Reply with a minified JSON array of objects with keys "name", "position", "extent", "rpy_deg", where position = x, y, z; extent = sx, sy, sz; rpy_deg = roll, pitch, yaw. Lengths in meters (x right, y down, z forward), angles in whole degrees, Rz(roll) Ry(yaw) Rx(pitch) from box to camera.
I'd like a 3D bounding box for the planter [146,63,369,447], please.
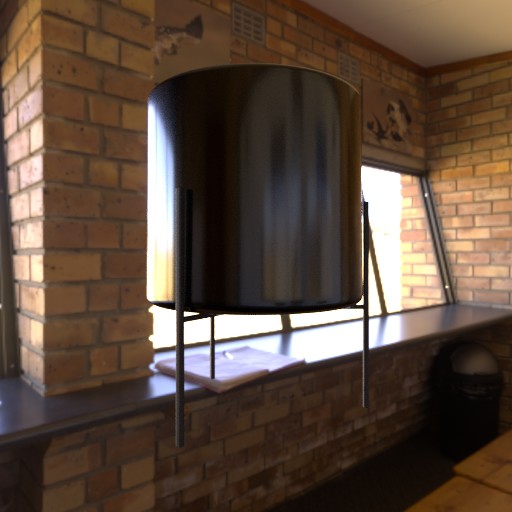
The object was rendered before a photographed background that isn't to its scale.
[{"name":"planter","position":[0.000,0.000,0.635],"extent":[0.310,0.432,0.310],"rpy_deg":[0,0,17]}]
